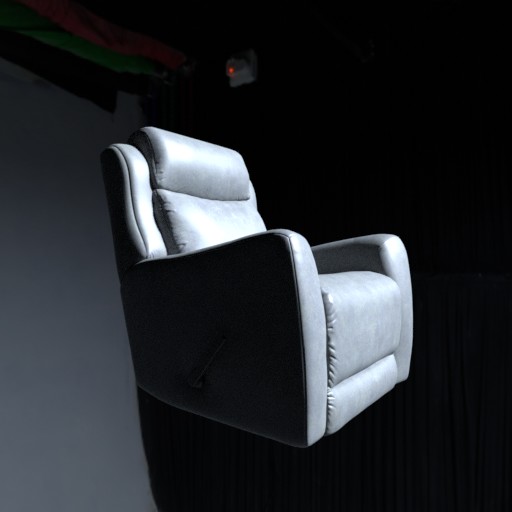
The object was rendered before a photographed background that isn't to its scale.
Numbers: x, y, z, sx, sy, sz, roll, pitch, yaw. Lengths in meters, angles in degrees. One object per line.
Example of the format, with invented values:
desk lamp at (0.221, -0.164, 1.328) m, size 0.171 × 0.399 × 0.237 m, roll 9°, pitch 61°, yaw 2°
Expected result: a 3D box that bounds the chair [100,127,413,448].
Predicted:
chair at (0.000, 0.000, 1.898) m, size 1.068 × 1.116 × 0.967 m, roll 1°, pitch 1°, yaw 38°
